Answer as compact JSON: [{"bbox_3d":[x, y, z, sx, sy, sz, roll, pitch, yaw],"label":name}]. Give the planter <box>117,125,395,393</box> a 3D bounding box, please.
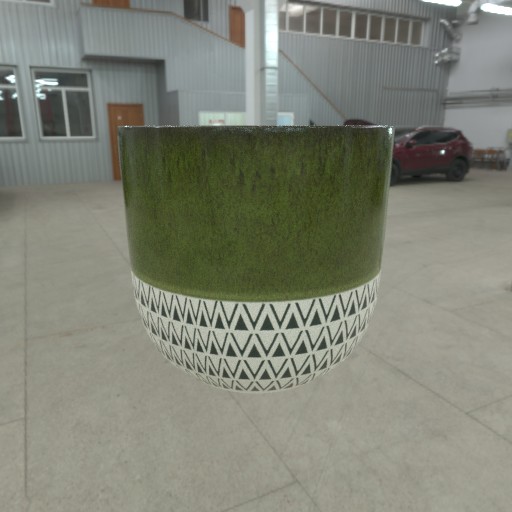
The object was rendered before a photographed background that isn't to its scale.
[{"bbox_3d":[0.000,0.000,0.479,0.266,0.270,0.266,0,16,0],"label":"planter"}]
